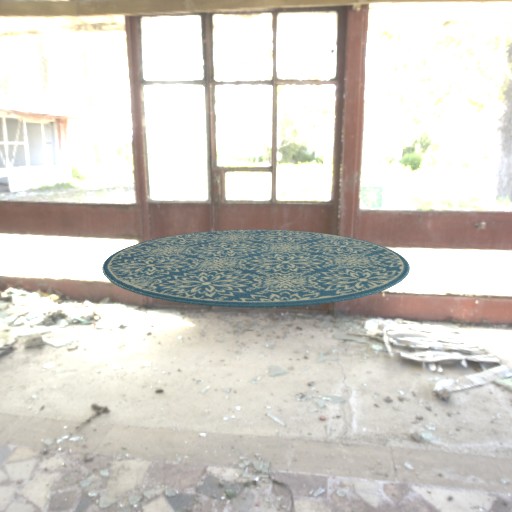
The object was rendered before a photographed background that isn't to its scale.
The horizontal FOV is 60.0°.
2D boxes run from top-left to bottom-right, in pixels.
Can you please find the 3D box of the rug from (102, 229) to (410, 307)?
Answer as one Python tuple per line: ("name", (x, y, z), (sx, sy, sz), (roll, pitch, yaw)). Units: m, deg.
("rug", (0.000, 0.000, 2.415), (1.593, 0.012, 1.593), (0, 14, 0))
